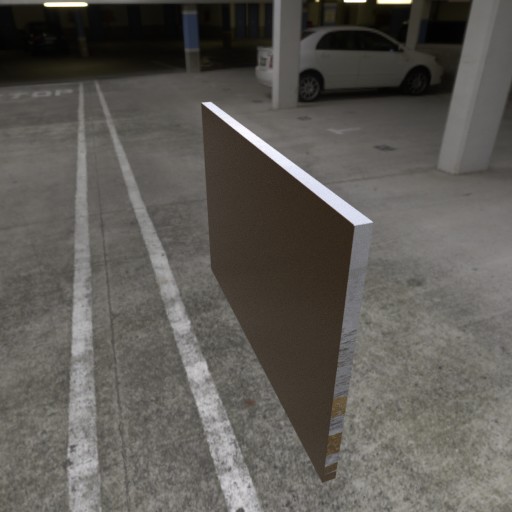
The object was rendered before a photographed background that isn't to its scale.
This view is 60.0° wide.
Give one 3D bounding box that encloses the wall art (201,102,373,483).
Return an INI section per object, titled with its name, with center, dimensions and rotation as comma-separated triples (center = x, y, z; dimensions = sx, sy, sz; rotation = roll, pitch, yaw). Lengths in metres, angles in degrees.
[wall art]
center = 0.000, 0.000, 1.457
dimensions = 0.041, 0.762, 1.145
rotation = -10, 32, -17
